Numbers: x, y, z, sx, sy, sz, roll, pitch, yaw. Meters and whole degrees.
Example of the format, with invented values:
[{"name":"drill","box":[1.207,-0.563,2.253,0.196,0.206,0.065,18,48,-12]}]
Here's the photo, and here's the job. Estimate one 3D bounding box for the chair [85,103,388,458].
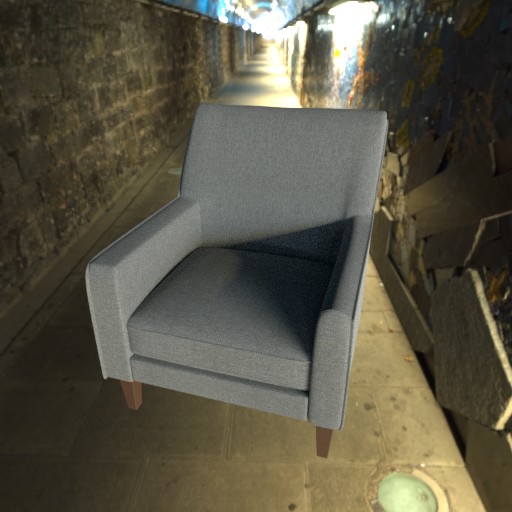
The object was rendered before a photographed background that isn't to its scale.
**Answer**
[{"name":"chair","box":[0.000,0.000,1.589,0.780,0.919,0.899,8,28,15]}]
